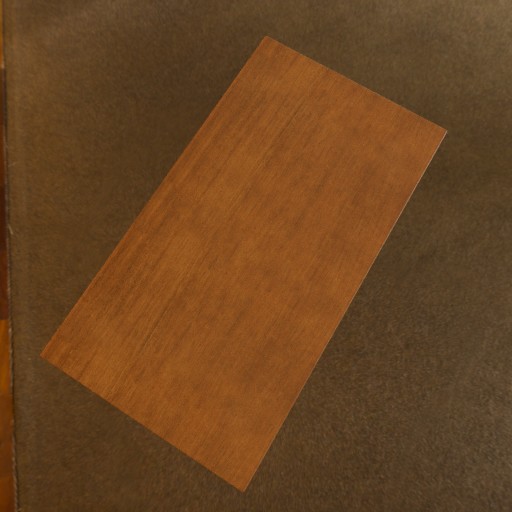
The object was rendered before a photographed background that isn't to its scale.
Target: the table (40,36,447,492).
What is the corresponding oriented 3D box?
[{"bbox_3d":[0.000,0.000,1.282,0.549,0.419,1.000,31,79,7],"label":"table"}]
